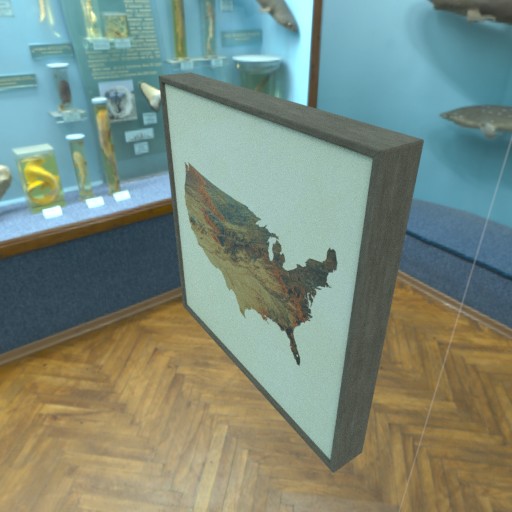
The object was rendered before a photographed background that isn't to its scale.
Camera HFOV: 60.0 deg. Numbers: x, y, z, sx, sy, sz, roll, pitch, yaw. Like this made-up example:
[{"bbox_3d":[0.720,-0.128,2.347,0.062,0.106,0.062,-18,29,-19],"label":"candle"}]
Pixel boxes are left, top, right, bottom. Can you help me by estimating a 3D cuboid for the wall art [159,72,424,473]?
[{"bbox_3d":[0.000,0.000,0.443,0.038,0.302,0.303,-20,36,-29],"label":"wall art"}]
